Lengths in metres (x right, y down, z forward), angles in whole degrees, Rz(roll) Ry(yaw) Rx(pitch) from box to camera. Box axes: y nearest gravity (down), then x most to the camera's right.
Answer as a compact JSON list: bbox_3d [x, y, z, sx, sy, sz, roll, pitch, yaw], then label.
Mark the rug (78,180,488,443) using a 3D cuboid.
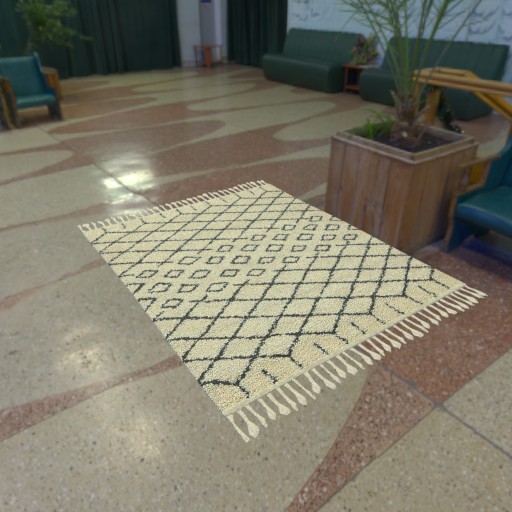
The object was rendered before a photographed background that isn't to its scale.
[{"bbox_3d":[0.000,0.000,4.134,2.388,0.030,3.213,-20,36,-30],"label":"rug"}]
